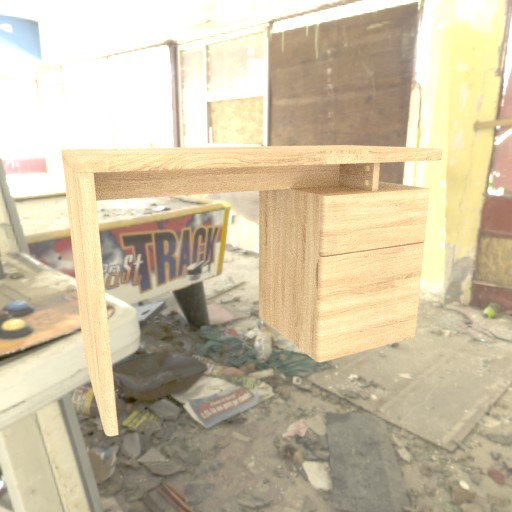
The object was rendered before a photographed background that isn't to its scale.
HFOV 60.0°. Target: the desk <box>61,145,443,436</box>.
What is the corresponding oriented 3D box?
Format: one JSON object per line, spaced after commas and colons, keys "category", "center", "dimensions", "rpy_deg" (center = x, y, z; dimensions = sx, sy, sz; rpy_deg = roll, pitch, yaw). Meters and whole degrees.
{"category": "desk", "center": [0.000, 0.000, 1.614], "dimensions": [1.200, 0.760, 0.550], "rpy_deg": [-8, 17, -26]}
